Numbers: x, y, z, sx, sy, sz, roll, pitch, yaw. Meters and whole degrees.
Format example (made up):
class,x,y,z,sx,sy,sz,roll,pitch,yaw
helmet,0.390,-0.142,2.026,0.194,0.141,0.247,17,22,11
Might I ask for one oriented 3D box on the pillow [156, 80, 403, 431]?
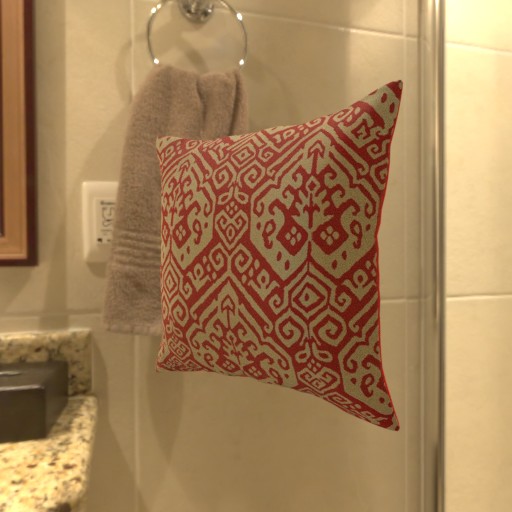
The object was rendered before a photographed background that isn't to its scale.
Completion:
class,x,y,z,sx,sy,sz,roll,pitch,yaw
pillow,0.000,0.000,0.791,0.522,0.507,0.192,0,1,36
